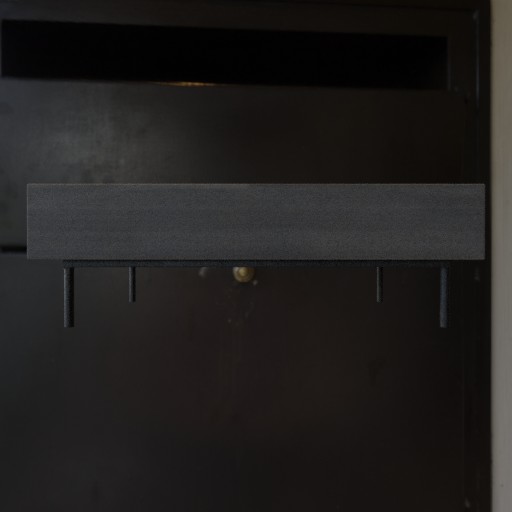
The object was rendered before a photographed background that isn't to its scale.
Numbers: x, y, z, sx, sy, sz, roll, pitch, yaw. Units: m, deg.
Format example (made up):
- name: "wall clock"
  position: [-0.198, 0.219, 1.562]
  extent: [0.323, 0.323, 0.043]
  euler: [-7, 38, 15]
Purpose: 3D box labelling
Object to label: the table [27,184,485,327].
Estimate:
- name: "table"
  position: [0.000, 0.000, 1.373]
  extent: [1.088, 0.347, 0.643]
  euler: [0, 0, 0]
